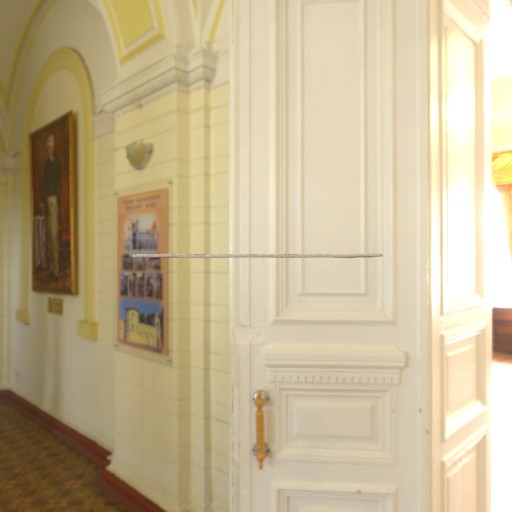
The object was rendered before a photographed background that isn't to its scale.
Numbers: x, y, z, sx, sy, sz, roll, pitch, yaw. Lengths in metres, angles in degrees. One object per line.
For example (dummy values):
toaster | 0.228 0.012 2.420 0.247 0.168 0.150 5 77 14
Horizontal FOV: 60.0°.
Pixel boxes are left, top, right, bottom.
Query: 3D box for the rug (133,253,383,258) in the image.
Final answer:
rug | 0.000 0.000 2.683 0.857 0.018 2.383 0 0 0
